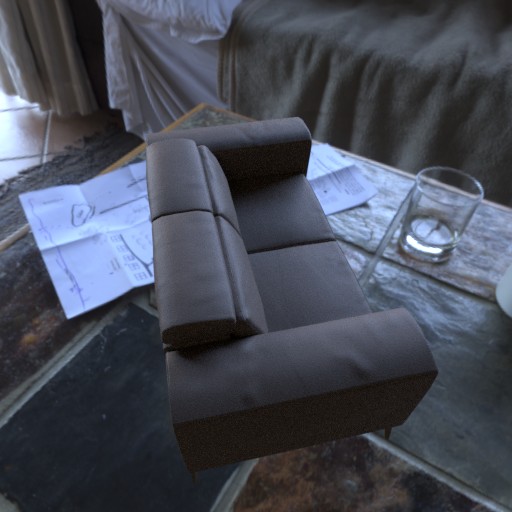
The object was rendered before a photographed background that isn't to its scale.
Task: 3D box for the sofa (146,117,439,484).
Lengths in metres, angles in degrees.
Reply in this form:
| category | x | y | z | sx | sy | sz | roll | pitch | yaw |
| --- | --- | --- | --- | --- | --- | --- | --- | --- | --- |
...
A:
| category | x | y | z | sx | sy | sz | roll | pitch | yaw |
| --- | --- | --- | --- | --- | --- | --- | --- | --- | --- |
| sofa | 0.000 | 0.000 | 2.341 | 1.003 | 0.779 | 1.895 | -9 | 47 | -8 |
